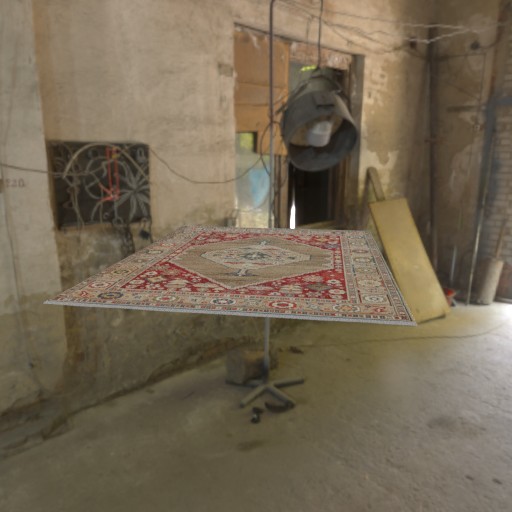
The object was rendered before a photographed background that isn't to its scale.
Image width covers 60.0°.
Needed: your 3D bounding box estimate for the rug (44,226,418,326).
[{"bbox_3d":[0.000,0.000,4.328,2.451,0.008,3.143,2,14,9],"label":"rug"}]
